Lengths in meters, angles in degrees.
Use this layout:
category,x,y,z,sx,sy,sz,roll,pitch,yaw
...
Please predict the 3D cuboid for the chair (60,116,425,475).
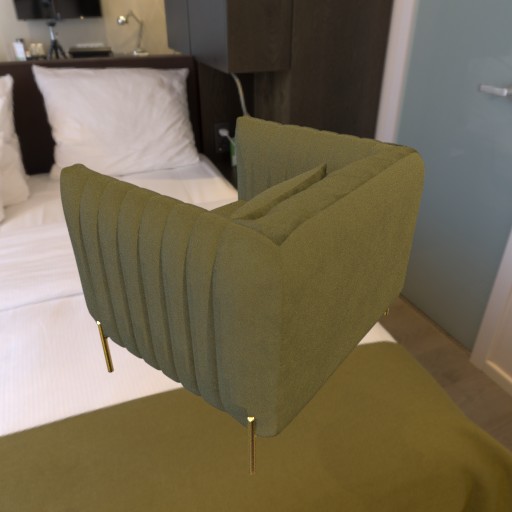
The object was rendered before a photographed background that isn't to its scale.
category,x,y,z,sx,sy,sz,roll,pitch,yaw
chair,0.000,0.000,1.666,0.877,0.794,1.032,21,36,32
